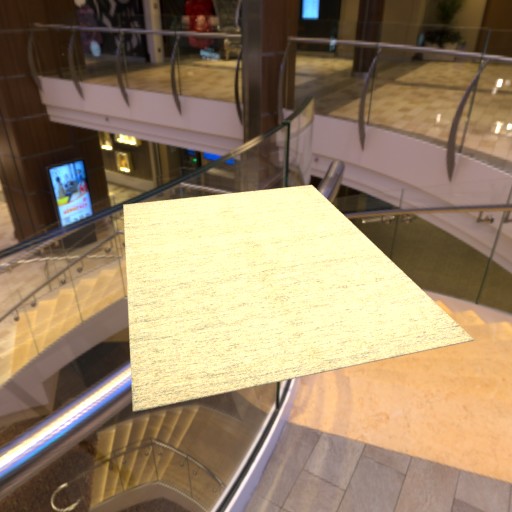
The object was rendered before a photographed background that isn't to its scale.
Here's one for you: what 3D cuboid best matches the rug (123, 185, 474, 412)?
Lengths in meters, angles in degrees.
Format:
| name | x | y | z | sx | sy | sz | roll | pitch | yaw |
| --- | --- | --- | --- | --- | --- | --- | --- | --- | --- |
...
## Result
| name | x | y | z | sx | sy | sz | roll | pitch | yaw |
| --- | --- | --- | --- | --- | --- | --- | --- | --- | --- |
| rug | 0.000 | 0.000 | 4.298 | 2.437 | 0.014 | 3.201 | -8 | 31 | -13 |
